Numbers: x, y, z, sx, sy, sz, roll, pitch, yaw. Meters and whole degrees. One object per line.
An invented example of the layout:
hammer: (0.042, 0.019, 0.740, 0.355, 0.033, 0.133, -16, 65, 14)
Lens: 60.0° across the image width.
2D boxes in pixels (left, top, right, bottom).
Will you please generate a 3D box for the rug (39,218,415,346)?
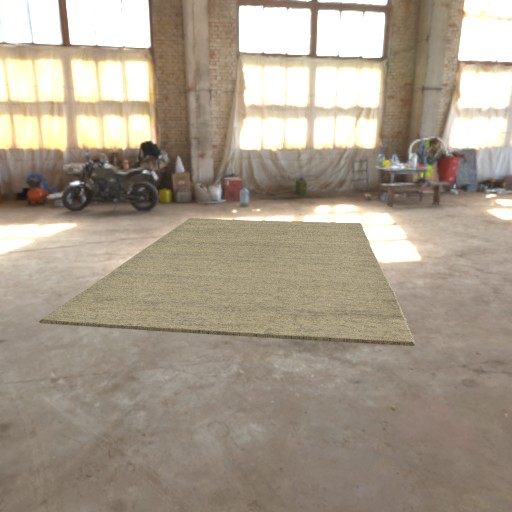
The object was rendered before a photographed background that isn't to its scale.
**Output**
rug: (0.000, 0.000, 2.296, 1.243, 0.014, 1.846, 2, 16, 7)
